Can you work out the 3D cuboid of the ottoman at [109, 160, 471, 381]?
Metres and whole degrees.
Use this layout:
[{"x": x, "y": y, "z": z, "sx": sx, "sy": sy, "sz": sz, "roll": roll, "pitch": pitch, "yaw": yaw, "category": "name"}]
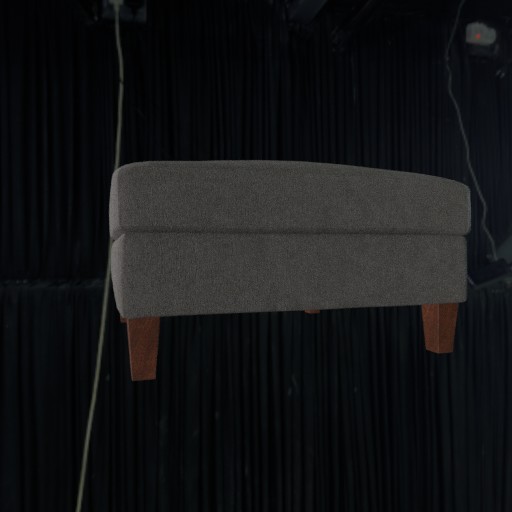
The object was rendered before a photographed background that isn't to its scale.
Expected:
[{"x": 0.000, "y": 0.000, "z": 1.375, "sx": 0.861, "sy": 0.482, "sz": 0.881, "roll": 0, "pitch": 1, "yaw": -19, "category": "ottoman"}]
